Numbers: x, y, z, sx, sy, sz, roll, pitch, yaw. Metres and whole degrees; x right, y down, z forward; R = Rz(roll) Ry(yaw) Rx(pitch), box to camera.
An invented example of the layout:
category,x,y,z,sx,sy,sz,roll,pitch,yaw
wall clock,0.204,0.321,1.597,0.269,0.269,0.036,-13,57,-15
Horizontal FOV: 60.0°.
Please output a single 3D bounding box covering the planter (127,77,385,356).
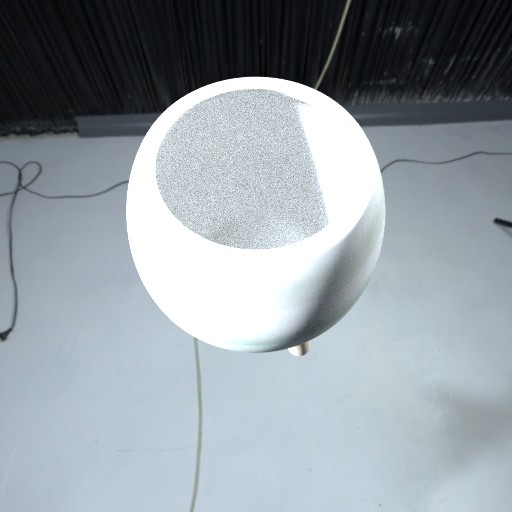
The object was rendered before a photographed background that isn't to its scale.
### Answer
category,x,y,z,sx,sy,sz,roll,pitch,yaw
planter,0.000,0.000,0.332,0.161,0.224,0.161,0,63,0
